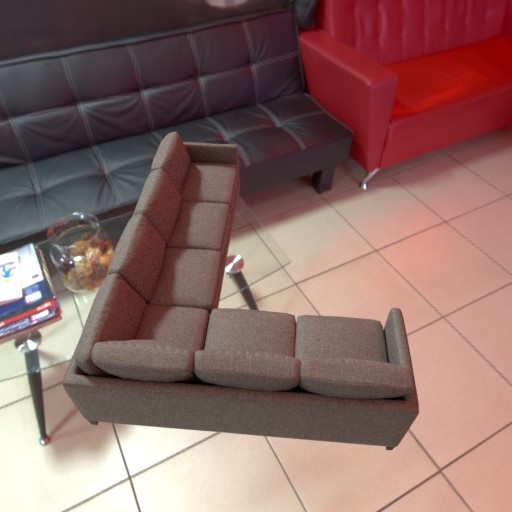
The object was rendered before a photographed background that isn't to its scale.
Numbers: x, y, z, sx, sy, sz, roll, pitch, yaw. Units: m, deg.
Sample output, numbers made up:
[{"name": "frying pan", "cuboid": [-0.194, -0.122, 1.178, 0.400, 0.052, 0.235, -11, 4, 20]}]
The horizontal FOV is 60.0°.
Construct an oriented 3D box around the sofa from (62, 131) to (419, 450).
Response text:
[{"name": "sofa", "cuboid": [0.000, 0.000, 4.412, 2.593, 0.947, 3.302, 4, 46, 3]}]
